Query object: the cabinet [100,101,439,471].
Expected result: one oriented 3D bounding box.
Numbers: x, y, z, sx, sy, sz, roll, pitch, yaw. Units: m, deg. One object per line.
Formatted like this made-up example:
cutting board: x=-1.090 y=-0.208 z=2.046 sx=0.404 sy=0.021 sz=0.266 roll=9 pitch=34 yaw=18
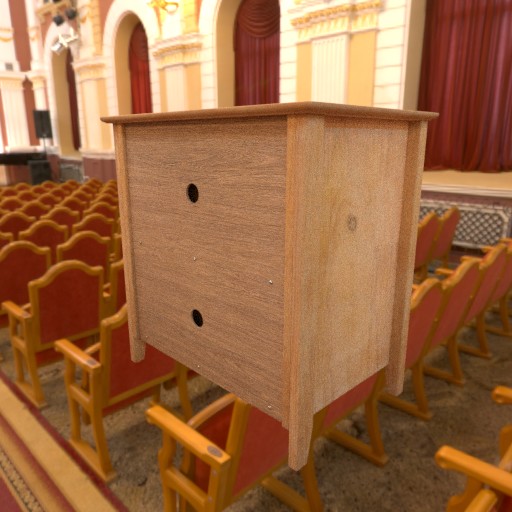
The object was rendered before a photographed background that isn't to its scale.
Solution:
cabinet: x=0.000 y=0.000 z=1.257 sx=0.503 sy=0.762 sz=0.763 roll=-14 pitch=20 yaw=-43
